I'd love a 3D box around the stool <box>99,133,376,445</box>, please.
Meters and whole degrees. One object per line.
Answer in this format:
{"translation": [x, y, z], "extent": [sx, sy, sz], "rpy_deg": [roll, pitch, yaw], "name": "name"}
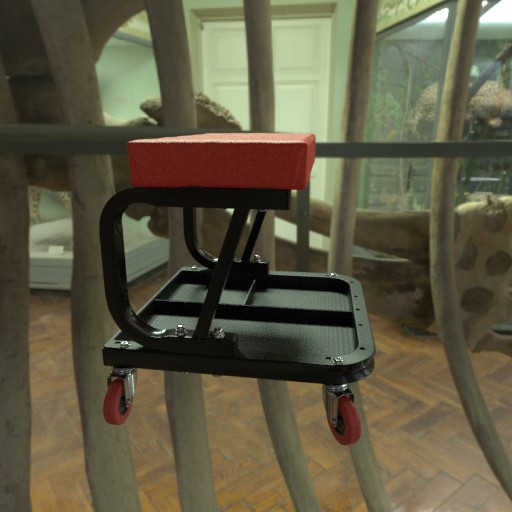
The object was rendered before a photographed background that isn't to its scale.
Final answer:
{"translation": [0.000, 0.000, 0.724], "extent": [0.371, 0.380, 0.446], "rpy_deg": [3, 17, 8], "name": "stool"}
